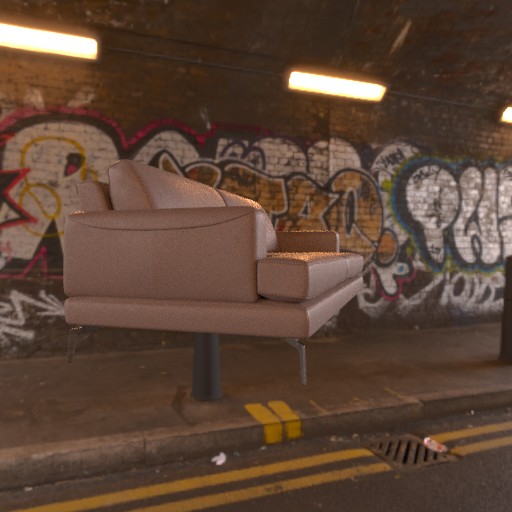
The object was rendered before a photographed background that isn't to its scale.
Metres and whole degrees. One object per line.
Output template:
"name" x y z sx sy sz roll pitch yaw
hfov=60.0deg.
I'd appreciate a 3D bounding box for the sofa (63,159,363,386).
"sofa" 0.000 0.000 2.373 0.974 0.765 1.940 0 1 18
